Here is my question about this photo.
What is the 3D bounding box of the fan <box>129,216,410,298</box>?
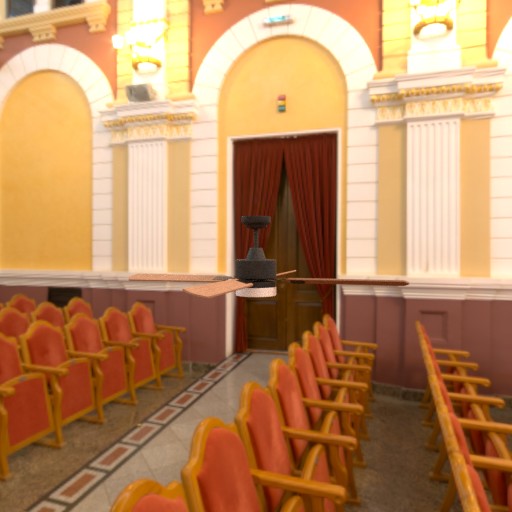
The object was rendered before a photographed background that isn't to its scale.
[{"bbox_3d":[0.000,0.000,2.015,1.320,0.355,1.320,0,1,18],"label":"fan"}]
